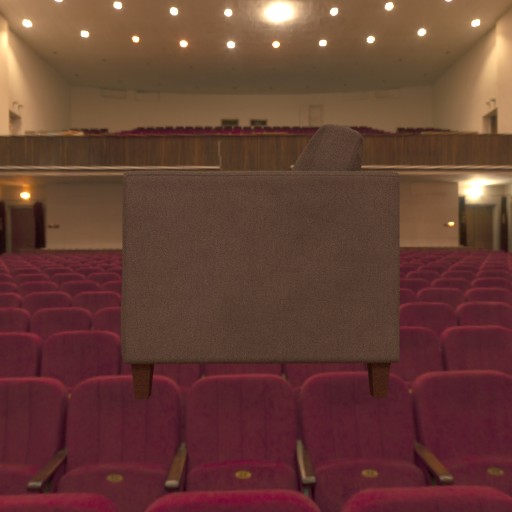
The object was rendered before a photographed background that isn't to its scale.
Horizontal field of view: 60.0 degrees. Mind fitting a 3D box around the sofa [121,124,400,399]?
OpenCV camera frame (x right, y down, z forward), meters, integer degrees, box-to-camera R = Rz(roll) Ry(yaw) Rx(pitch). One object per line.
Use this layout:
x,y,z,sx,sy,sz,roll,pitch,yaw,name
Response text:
0.000,0.000,2.373,0.950,0.963,1.884,0,0,-1,sofa
